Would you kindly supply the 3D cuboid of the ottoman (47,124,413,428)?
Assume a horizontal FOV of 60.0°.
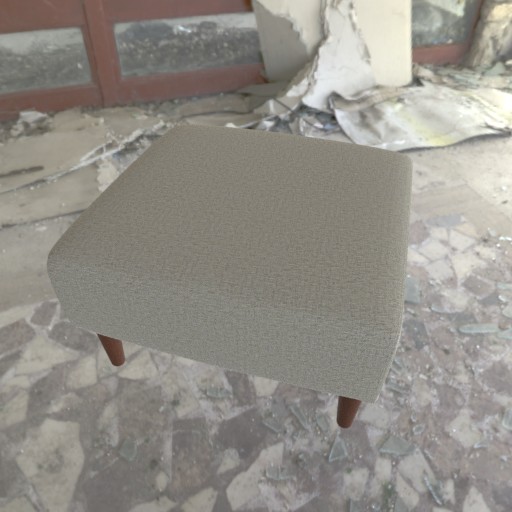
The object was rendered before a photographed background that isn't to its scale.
[{"bbox_3d":[0.000,0.000,1.077,0.655,0.399,0.648,11,42,12],"label":"ottoman"}]
